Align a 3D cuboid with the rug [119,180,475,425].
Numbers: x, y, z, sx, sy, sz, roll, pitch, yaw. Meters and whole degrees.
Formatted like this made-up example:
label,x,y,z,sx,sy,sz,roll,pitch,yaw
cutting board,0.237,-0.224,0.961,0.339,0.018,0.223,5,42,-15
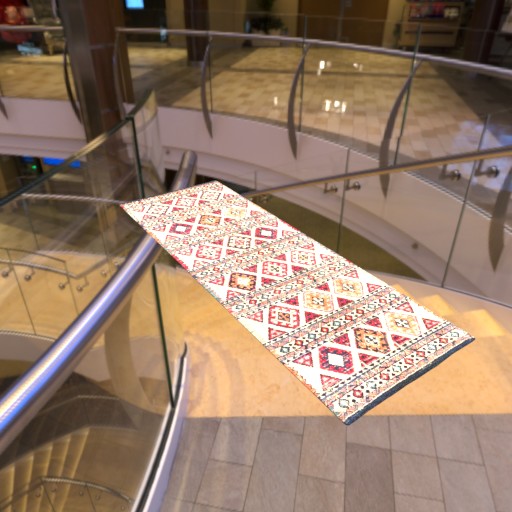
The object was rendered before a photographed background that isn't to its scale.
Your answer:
label,x,y,z,sx,sy,sz,roll,pitch,yaw
rug,0.000,0.000,2.662,0.832,0.008,2.362,-20,37,-29
